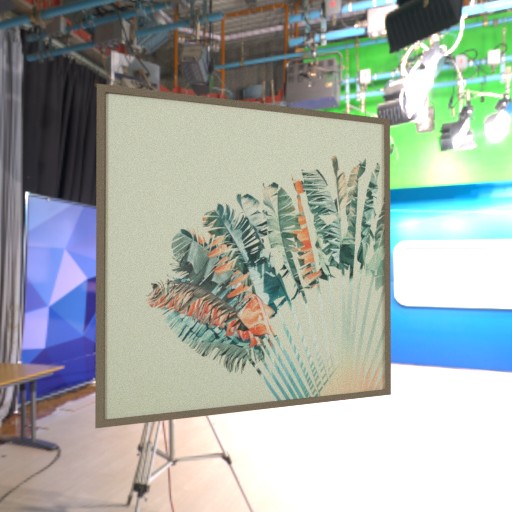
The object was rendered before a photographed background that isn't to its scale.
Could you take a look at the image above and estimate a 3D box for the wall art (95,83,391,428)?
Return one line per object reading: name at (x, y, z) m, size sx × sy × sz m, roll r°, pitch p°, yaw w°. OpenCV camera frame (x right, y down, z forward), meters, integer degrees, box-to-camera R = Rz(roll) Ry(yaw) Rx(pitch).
wall art at (0.000, 0.000, 0.750) m, size 0.508 × 0.506 × 0.038 m, roll 0°, pitch -1°, yaw -19°
